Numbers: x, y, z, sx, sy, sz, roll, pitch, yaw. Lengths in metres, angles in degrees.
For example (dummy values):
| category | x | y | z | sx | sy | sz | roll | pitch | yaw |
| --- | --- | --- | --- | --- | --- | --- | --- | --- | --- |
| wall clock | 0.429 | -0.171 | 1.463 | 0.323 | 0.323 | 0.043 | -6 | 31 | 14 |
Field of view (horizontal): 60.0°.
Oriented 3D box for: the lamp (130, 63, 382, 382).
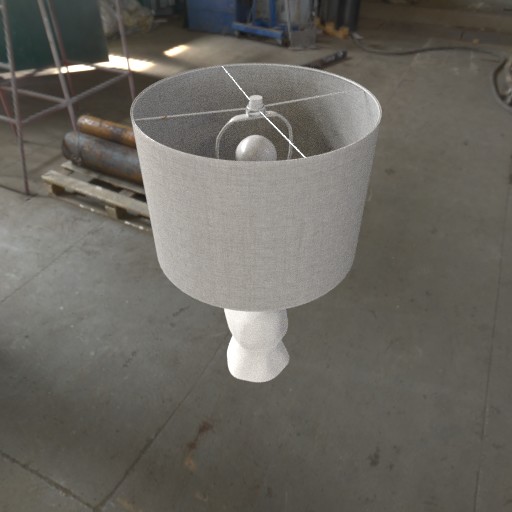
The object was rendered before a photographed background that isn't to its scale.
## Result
| category | x | y | z | sx | sy | sz | roll | pitch | yaw |
| --- | --- | --- | --- | --- | --- | --- | --- | --- | --- |
| lamp | 0.000 | 0.000 | 0.698 | 0.298 | 0.503 | 0.298 | -13 | 42 | -15 |
